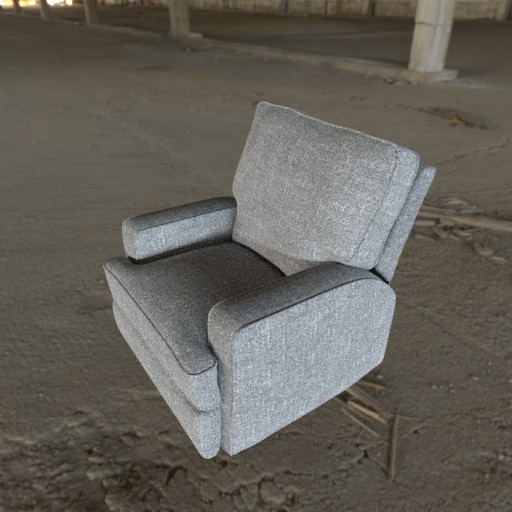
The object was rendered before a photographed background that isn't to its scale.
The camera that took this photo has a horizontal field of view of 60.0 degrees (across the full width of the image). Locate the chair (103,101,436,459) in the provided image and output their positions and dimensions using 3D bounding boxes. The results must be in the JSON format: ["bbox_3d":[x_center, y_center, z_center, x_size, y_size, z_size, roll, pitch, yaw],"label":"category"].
[{"bbox_3d":[0.000,0.000,1.681,0.964,0.962,0.861,-20,36,-30],"label":"chair"}]
